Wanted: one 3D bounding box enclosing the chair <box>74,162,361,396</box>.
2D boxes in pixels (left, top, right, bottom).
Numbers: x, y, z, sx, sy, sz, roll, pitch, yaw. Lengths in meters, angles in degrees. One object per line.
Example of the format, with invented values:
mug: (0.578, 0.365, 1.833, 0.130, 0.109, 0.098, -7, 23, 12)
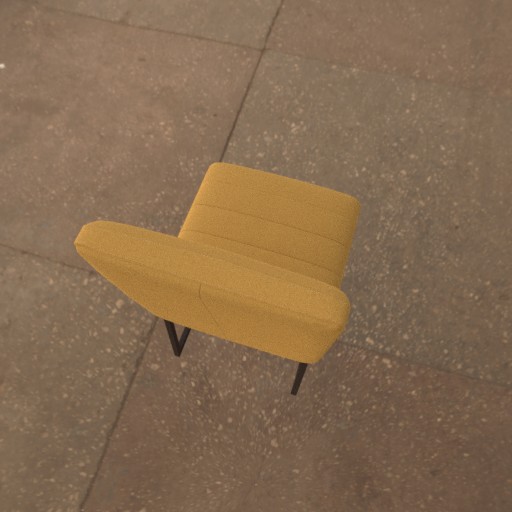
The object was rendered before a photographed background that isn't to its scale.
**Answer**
chair: (0.000, 0.000, 1.294, 0.520, 0.930, 0.634, 16, 64, 8)
